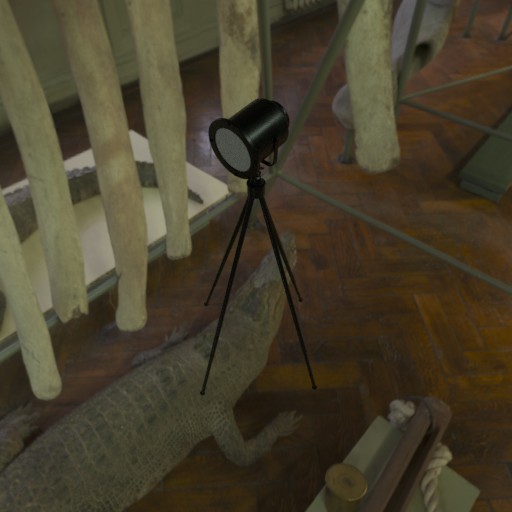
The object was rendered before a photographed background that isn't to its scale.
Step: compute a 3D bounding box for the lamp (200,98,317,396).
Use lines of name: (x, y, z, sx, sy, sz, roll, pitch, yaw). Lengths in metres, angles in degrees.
lamp: (0.000, 0.000, 2.083, 0.879, 1.504, 0.884, 33, 54, 28)
